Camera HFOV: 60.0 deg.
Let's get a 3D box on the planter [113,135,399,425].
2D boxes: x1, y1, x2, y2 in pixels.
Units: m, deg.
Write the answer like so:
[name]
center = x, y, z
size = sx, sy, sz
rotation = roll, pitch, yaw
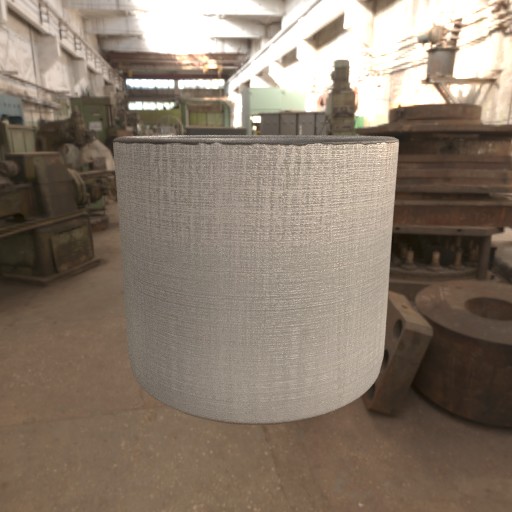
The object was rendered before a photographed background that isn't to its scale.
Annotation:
[planter]
center = 0.000, 0.000, 0.214
size = 0.125, 0.112, 0.125
rotation = 0, 16, 0
